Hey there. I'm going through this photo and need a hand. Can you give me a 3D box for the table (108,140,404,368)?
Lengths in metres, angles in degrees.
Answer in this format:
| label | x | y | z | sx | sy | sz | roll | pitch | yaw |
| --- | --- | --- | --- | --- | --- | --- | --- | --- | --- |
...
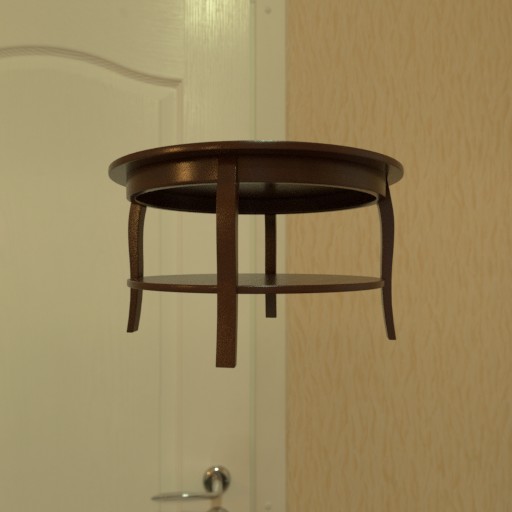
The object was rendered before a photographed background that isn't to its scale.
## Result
| label | x | y | z | sx | sy | sz | roll | pitch | yaw |
| --- | --- | --- | --- | --- | --- | --- | --- | --- | --- |
| table | 0.000 | 0.000 | 1.438 | 0.911 | 0.512 | 0.911 | 0 | 0 | 0 |
